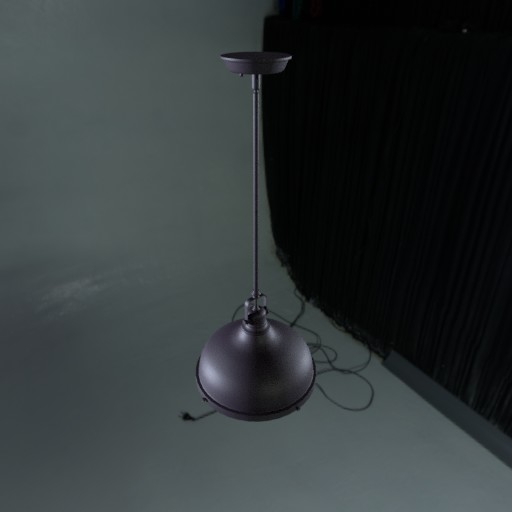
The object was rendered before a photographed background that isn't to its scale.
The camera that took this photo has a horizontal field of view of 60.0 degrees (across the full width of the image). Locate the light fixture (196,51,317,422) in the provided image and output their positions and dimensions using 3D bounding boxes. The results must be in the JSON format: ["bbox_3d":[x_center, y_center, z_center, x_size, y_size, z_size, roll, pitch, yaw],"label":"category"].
[{"bbox_3d":[0.000,0.000,1.024,0.341,0.849,0.341,-22,37,-32],"label":"light fixture"}]
